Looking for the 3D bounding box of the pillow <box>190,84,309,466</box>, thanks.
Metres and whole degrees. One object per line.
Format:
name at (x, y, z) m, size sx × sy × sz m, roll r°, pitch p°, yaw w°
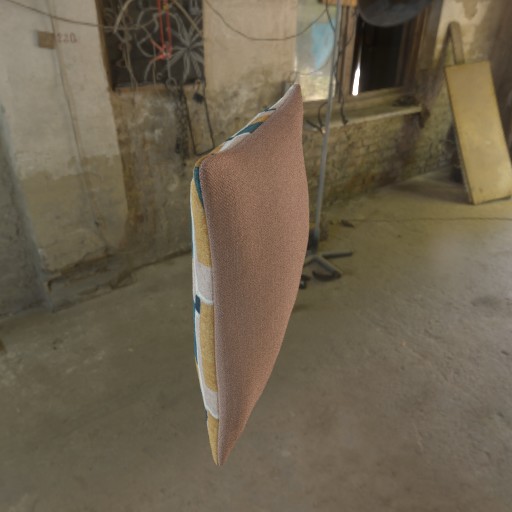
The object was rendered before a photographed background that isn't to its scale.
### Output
pillow at (0.000, 0.000, 0.747) m, size 0.158 × 0.479 × 0.478 m, roll 8°, pitch 31°, yaw 14°
